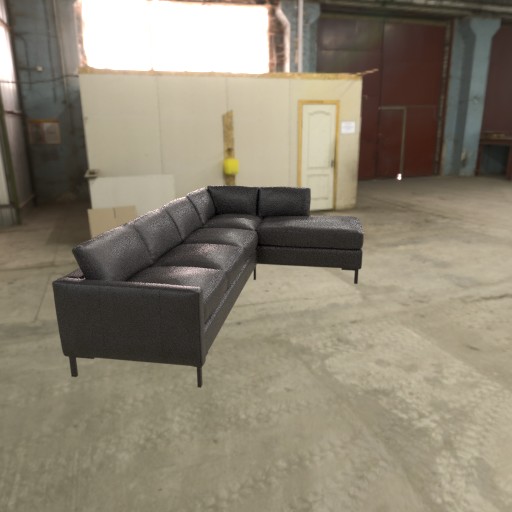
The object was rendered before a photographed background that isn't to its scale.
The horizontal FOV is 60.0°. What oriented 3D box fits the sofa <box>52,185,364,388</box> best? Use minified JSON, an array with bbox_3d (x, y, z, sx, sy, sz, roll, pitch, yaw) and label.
[{"bbox_3d":[0.000,0.000,3.897,1.938,0.877,2.984,3,16,9],"label":"sofa"}]
